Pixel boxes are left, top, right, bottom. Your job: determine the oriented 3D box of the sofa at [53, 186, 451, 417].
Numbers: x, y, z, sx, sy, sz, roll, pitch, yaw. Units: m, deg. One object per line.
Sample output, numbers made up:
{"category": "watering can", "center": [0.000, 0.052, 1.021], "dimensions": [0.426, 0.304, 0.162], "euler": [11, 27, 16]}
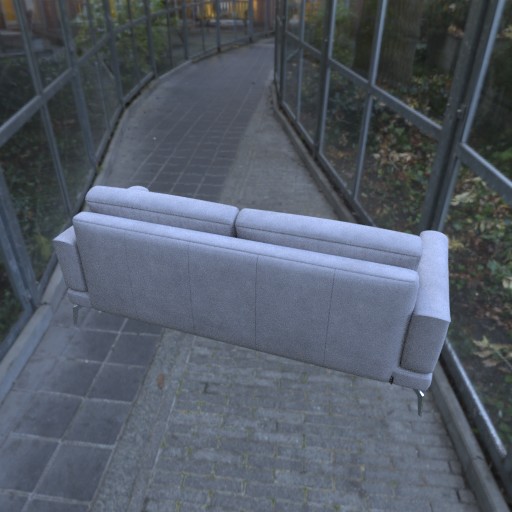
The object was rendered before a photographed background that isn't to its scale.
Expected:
{"category": "sofa", "center": [0.000, 0.000, 2.524], "dimensions": [2.013, 0.830, 0.980], "euler": [11, 34, 16]}
